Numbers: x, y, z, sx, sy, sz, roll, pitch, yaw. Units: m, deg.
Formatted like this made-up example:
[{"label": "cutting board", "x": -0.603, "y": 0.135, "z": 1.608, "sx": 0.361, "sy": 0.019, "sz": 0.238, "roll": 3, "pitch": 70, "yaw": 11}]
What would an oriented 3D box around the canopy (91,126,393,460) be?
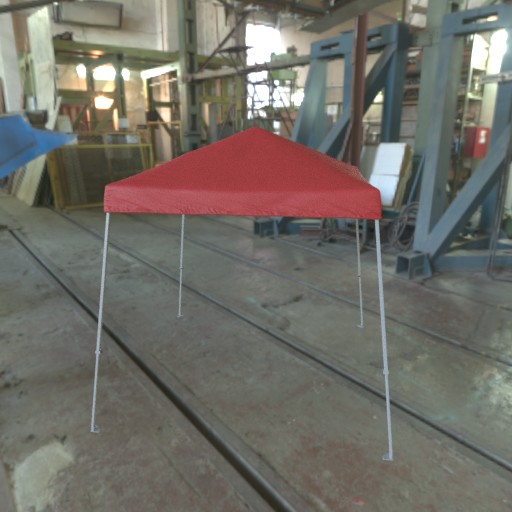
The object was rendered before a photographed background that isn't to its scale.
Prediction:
[{"label": "canopy", "x": 0.000, "y": 0.000, "z": 6.413, "sx": 3.599, "sy": 3.600, "sz": 3.600, "roll": 2, "pitch": 16, "yaw": 8}]
